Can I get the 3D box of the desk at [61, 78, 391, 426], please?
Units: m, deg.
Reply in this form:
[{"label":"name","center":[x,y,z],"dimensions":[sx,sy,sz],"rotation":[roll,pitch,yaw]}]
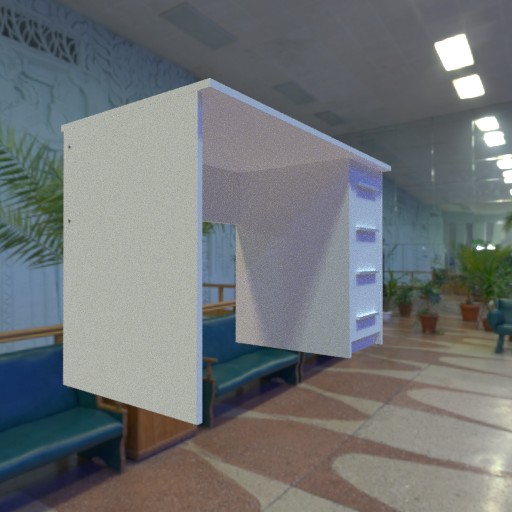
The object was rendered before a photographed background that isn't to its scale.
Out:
[{"label":"desk","center":[0.000,0.000,1.521],"dimensions":[0.560,0.730,1.096],"rotation":[0,0,36]}]
